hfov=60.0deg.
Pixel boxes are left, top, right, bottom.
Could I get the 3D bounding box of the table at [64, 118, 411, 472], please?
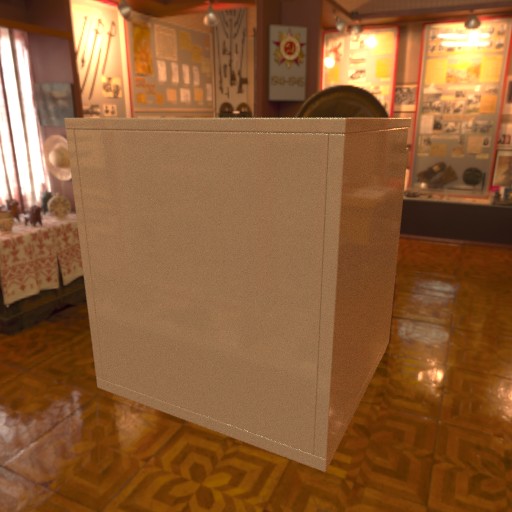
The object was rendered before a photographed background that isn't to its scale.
[{"bbox_3d":[0.000,0.000,0.790,0.420,0.470,0.400,9,19,26],"label":"table"}]
